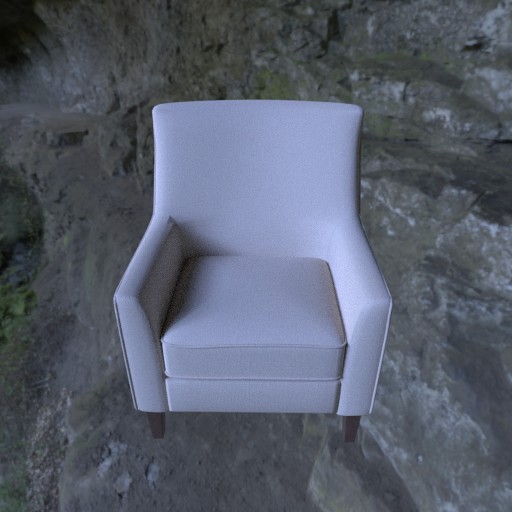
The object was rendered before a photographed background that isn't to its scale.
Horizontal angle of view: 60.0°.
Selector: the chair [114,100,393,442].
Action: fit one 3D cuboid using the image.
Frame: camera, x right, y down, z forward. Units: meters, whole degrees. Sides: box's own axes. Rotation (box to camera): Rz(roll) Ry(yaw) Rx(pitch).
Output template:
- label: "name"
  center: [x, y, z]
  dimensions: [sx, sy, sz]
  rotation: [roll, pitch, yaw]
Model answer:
- label: "chair"
  center: [0.000, 0.000, 1.558]
  dimensions: [0.756, 0.916, 0.879]
  rotation: [1, 30, 1]
